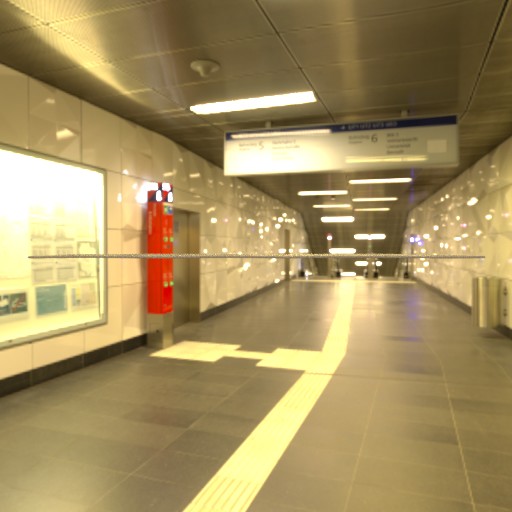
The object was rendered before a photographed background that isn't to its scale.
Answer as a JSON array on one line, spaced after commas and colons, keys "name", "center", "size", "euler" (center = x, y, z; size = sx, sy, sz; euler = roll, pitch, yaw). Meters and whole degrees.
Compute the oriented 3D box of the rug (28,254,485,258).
[{"name": "rug", "center": [0.000, 0.000, 2.420], "size": [2.182, 0.015, 0.645], "euler": [0, 1, 0]}]
